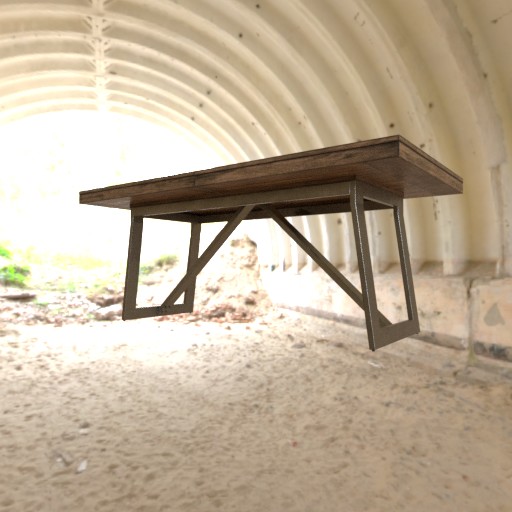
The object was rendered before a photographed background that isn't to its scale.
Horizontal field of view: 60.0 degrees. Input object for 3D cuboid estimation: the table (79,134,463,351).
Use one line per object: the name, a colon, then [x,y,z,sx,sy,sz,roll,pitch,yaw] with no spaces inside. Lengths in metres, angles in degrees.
table: [0.000,0.000,2.375,1.867,0.757,0.931,-1,-2,37]
